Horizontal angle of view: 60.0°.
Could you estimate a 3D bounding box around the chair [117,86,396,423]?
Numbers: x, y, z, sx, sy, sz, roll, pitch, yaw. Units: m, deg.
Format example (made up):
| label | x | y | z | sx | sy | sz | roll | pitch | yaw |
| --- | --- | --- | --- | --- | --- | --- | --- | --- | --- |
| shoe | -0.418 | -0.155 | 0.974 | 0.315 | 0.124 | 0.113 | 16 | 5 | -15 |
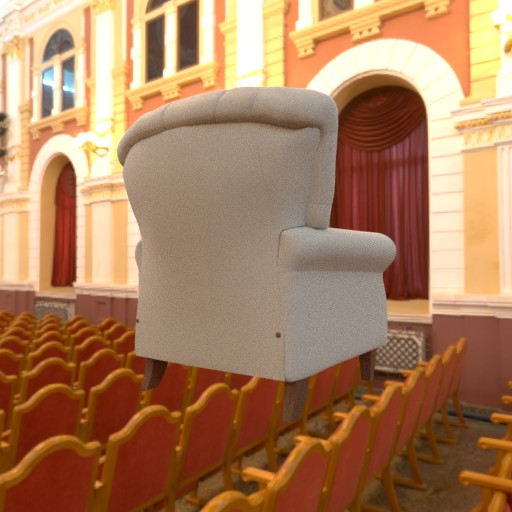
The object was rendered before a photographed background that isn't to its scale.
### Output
| label | x | y | z | sx | sy | sz | roll | pitch | yaw |
| --- | --- | --- | --- | --- | --- | --- | --- | --- | --- |
| chair | 0.000 | 0.000 | 2.093 | 1.090 | 1.217 | 1.128 | -1 | -2 | 36 |
